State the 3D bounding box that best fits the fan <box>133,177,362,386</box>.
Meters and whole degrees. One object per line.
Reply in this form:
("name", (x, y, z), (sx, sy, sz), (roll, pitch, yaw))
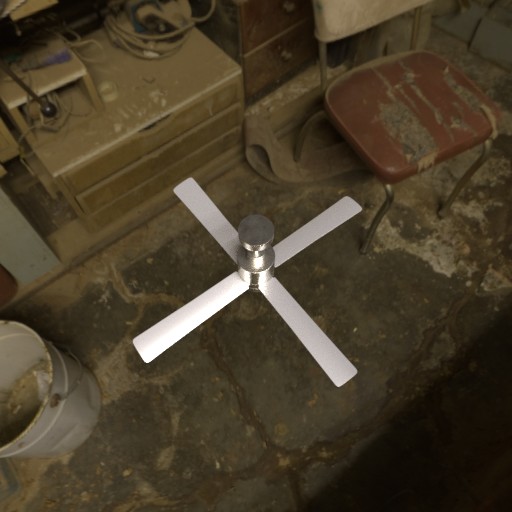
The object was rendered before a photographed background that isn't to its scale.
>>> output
("fan", (0.000, 0.000, 2.333), (1.525, 0.539, 1.525), (-34, 68, -16))
